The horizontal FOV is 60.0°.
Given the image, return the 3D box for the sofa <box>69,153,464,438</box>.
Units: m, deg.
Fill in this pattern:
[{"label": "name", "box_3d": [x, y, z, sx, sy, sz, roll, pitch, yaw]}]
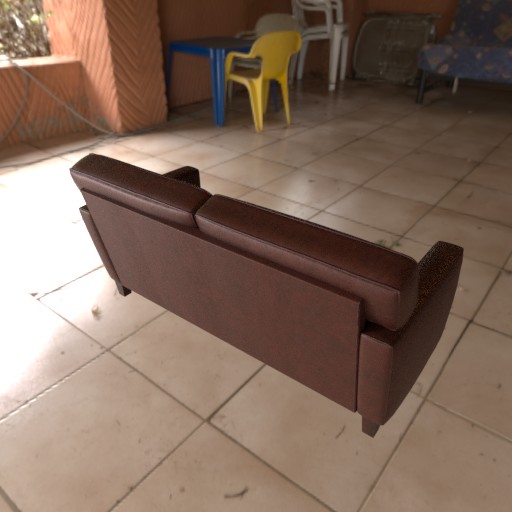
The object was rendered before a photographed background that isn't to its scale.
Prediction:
[{"label": "sofa", "box_3d": [0.000, 0.000, 2.328, 1.876, 0.928, 0.912, 22, 38, 31]}]
